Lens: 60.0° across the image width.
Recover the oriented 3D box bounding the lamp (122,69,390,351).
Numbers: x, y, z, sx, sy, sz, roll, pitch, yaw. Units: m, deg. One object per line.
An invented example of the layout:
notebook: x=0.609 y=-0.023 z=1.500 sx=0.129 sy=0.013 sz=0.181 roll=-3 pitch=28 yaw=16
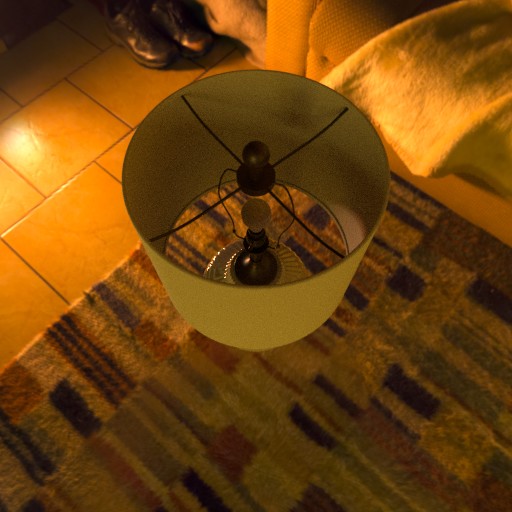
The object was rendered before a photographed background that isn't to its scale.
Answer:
lamp: x=0.000 y=0.000 z=0.751 sx=0.318 sy=0.567 sz=0.318 roll=0 pitch=64 yaw=0
